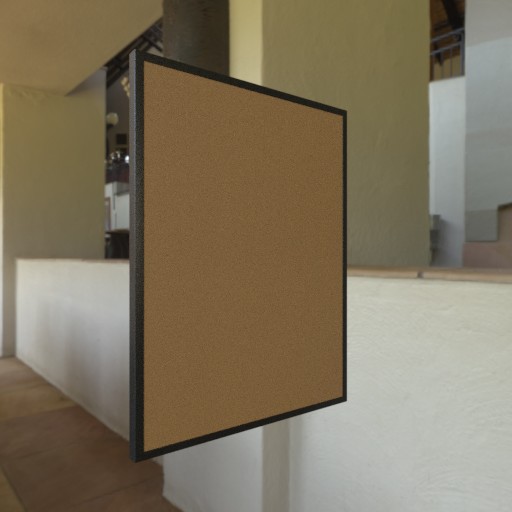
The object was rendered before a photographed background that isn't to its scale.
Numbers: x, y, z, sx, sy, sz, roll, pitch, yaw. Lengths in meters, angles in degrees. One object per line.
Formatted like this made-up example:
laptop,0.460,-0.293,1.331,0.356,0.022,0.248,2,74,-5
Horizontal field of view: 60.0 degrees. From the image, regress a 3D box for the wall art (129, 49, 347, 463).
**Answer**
wall art,0.000,0.000,1.391,0.804,1.061,0.039,0,0,-37
